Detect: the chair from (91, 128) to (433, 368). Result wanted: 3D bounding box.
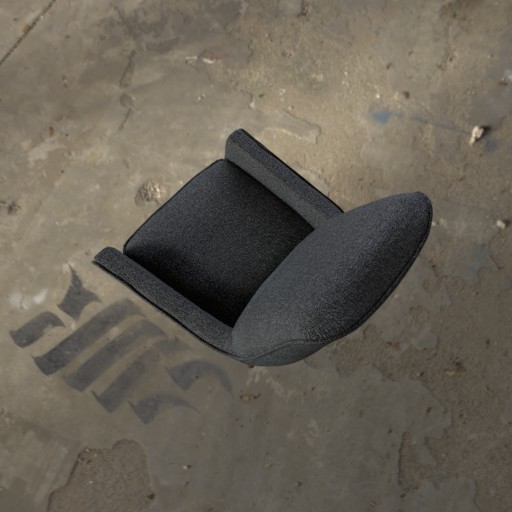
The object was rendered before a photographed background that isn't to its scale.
[{"bbox_3d":[0.000,0.000,1.514,0.859,0.883,0.763,37,70,16],"label":"chair"}]
